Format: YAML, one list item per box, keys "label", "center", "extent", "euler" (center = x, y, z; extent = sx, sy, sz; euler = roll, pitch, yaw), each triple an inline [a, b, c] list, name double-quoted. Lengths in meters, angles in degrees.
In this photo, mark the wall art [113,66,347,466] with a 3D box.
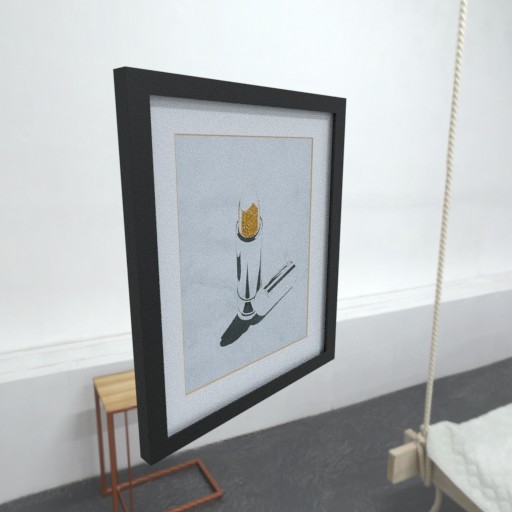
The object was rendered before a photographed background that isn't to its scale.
- label: "wall art"
  center: [0.000, 0.000, 0.530]
  extent: [0.019, 0.381, 0.330]
  euler: [13, 19, 42]
